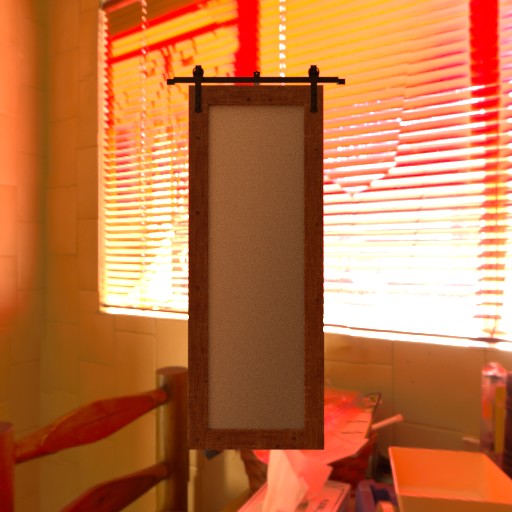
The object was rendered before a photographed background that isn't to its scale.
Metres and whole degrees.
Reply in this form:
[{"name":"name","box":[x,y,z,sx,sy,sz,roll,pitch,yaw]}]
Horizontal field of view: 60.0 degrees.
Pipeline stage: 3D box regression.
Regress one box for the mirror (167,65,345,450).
[{"name":"mirror","box":[0.000,0.000,2.074,0.847,1.793,0.042,0,-1,0]}]
